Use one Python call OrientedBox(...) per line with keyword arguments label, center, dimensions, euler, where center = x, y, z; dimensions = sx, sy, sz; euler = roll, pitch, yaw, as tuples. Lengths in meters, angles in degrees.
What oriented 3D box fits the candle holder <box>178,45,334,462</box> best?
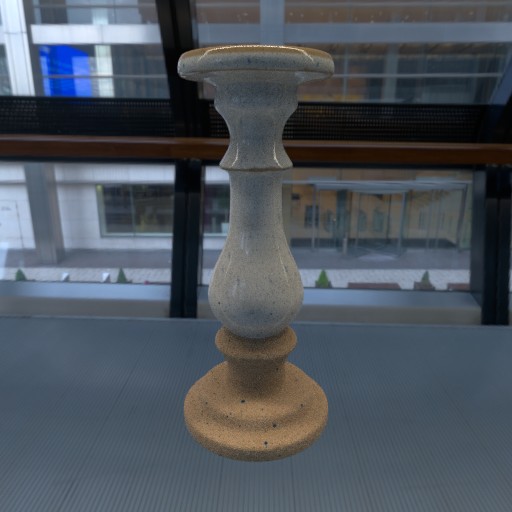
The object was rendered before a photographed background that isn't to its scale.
OrientedBox(label="candle holder", center=(0.000, 0.000, 0.246), dimensions=(0.088, 0.203, 0.088), euler=(0, 17, 0))
